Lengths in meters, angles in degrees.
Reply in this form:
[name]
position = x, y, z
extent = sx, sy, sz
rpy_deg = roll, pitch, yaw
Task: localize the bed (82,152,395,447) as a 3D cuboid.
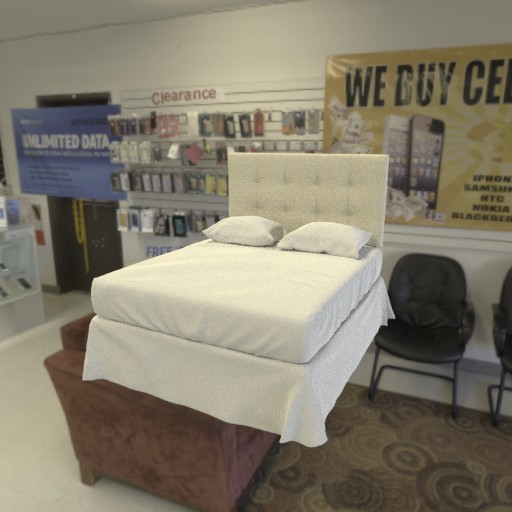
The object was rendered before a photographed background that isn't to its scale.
[bed]
position = 0.000, 0.000, 3.595
extent = 1.936, 1.577, 2.222
rpy_deg = 7, 16, 26
